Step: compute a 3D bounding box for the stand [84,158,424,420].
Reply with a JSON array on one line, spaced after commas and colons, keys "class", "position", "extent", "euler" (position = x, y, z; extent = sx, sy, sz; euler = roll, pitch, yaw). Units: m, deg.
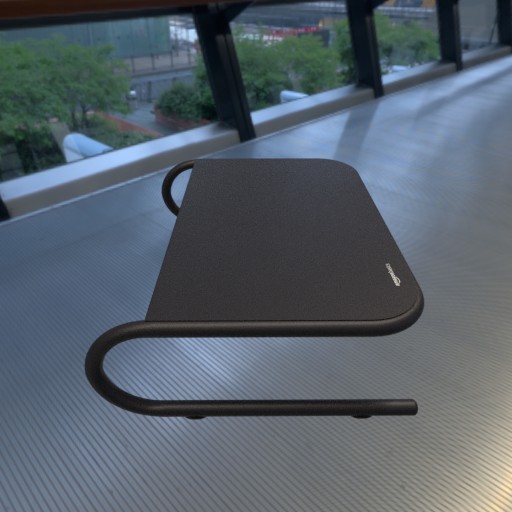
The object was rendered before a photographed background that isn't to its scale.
[{"class": "stand", "position": [0.000, 0.000, 0.513], "extent": [0.280, 0.108, 0.370], "euler": [0, 32, 0]}]
